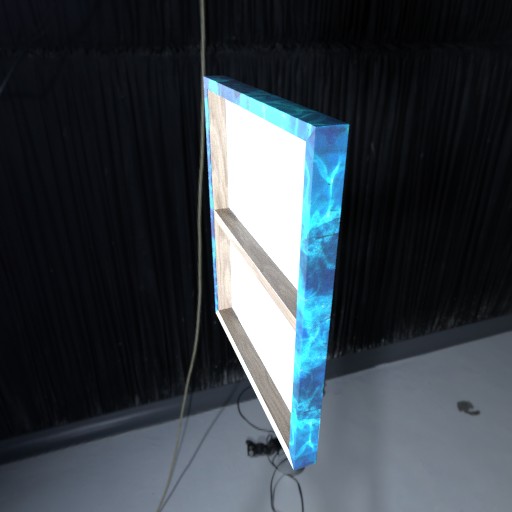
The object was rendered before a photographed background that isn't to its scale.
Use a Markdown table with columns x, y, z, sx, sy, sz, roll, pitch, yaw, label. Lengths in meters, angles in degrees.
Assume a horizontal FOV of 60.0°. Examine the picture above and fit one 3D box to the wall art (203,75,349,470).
| x | y | z | sx | sy | sz | roll | pitch | yaw | label |
| --- | --- | --- | --- | --- | --- | --- | --- | --- | --- |
| 0.000 | 0.000 | 0.729 | 0.038 | 0.508 | 0.432 | -10 | 30 | -18 | wall art |
